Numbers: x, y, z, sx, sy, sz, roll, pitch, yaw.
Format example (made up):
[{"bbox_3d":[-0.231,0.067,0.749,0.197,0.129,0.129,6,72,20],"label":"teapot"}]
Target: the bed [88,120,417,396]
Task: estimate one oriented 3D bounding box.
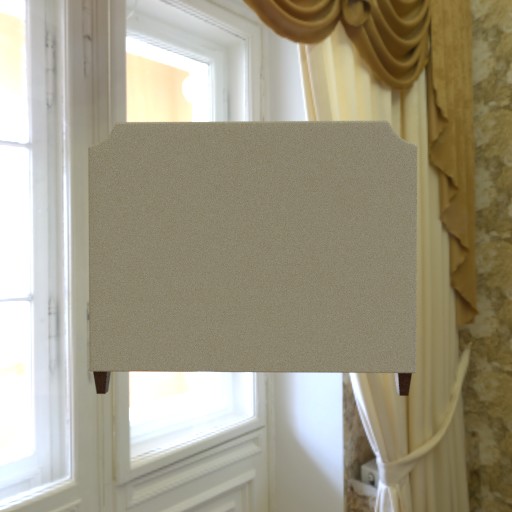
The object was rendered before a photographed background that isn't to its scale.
[{"bbox_3d":[0.000,0.000,3.431,1.703,1.415,2.329,0,1,1],"label":"bed"}]
